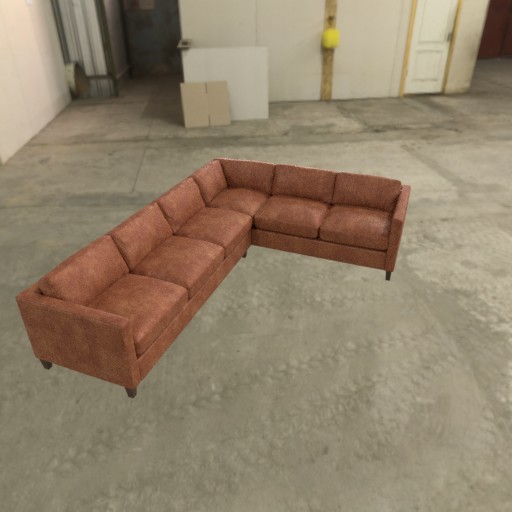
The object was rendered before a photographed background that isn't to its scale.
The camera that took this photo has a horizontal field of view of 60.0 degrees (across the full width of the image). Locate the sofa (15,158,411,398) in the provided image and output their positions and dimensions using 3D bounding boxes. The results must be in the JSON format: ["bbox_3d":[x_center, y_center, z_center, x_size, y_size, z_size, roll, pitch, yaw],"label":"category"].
[{"bbox_3d":[0.000,0.000,4.117,2.438,0.838,3.167,11,33,18],"label":"sofa"}]
